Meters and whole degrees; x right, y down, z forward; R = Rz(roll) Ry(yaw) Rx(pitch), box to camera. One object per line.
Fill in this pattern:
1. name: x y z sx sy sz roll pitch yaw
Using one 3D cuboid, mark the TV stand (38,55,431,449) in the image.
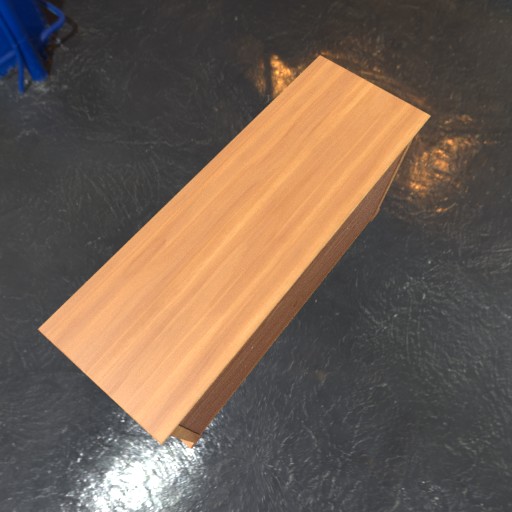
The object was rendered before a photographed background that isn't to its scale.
1. TV stand: 0.000 0.000 1.477 0.417 0.607 1.181 36 70 15
